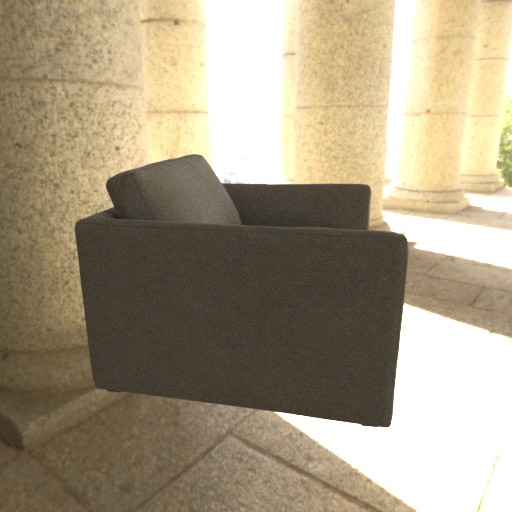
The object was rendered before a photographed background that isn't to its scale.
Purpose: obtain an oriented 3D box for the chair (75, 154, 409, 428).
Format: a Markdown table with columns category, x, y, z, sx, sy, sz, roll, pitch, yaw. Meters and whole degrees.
| category | x | y | z | sx | sy | sz | roll | pitch | yaw |
| --- | --- | --- | --- | --- | --- | --- | --- | --- | --- |
| chair | 0.000 | 0.000 | 1.936 | 1.091 | 0.845 | 1.190 | 2 | 16 | 8 |
